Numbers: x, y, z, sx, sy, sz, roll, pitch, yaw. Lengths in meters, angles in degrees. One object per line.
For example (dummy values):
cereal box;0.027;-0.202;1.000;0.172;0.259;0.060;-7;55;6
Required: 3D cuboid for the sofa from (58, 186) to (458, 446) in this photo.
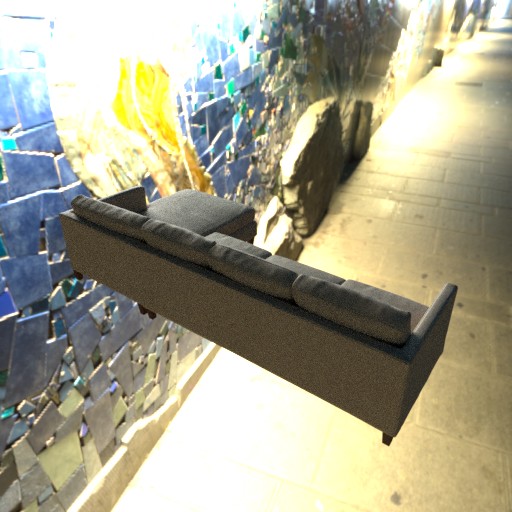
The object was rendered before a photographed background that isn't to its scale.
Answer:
sofa;0.000;0.000;3.779;3.186;0.846;1.625;20;35;31
